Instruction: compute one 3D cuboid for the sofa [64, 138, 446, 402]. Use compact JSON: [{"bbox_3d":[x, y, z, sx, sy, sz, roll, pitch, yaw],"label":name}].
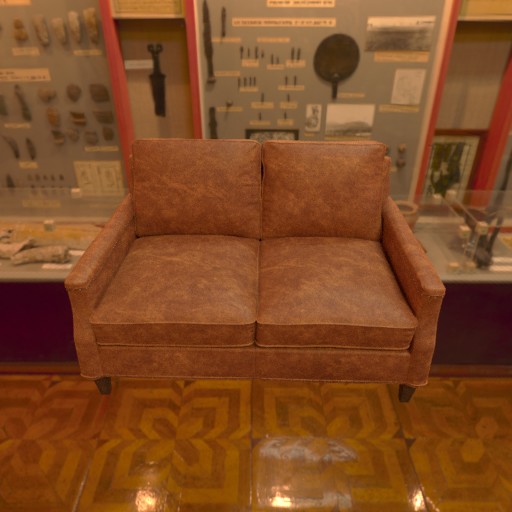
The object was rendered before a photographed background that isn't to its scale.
[{"bbox_3d":[0.000,0.000,2.285,1.597,1.003,1.084,1,32,2],"label":"sofa"}]
